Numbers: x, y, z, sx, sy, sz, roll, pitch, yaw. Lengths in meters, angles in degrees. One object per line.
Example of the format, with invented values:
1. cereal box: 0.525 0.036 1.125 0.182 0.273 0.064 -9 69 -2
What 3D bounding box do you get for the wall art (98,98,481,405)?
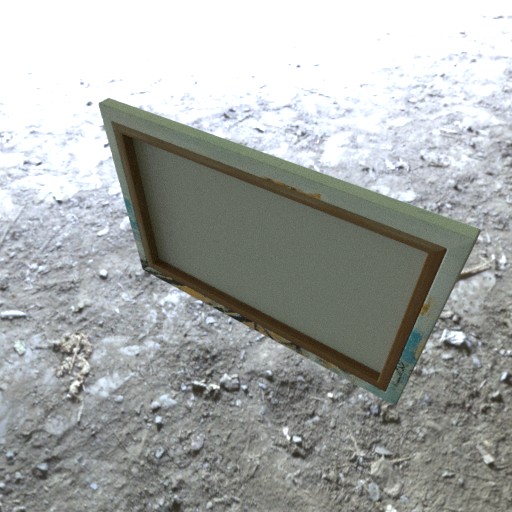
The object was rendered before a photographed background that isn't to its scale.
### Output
1. wall art: 0.000 0.000 1.152 0.913 0.609 0.038 25 50 22
